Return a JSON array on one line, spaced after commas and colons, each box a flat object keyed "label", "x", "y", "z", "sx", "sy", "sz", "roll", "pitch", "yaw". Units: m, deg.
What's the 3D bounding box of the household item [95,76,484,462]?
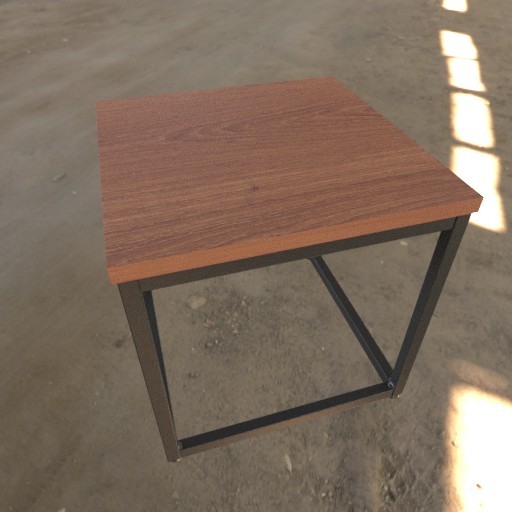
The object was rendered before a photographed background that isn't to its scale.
[{"label": "household item", "x": 0.000, "y": 0.000, "z": 0.715, "sx": 0.400, "sy": 0.400, "sz": 0.400, "roll": -11, "pitch": 42, "yaw": -13}]
